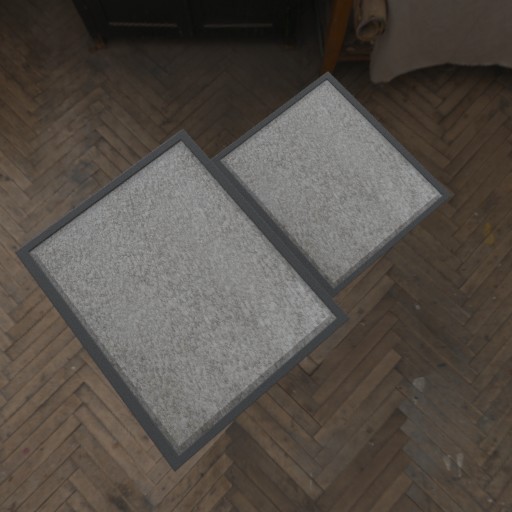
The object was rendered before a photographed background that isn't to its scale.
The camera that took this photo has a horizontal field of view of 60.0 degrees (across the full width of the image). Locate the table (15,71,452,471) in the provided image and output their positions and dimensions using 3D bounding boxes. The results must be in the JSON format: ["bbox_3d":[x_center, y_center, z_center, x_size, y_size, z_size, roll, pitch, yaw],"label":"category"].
[{"bbox_3d":[0.000,0.000,1.129,0.788,0.540,0.508,-39,79,-9],"label":"table"}]
